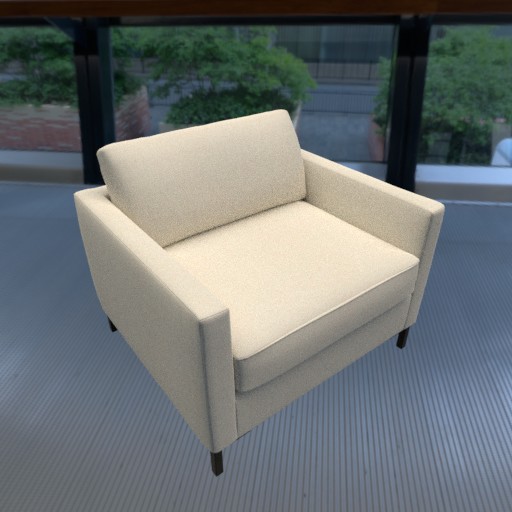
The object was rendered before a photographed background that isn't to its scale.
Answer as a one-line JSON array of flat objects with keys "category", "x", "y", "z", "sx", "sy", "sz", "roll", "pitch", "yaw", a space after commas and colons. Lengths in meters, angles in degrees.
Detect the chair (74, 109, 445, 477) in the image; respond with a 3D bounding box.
[{"category": "chair", "x": 0.000, "y": 0.000, "z": 1.588, "sx": 0.964, "sy": 0.806, "sz": 0.875, "roll": -22, "pitch": 39, "yaw": -31}]
